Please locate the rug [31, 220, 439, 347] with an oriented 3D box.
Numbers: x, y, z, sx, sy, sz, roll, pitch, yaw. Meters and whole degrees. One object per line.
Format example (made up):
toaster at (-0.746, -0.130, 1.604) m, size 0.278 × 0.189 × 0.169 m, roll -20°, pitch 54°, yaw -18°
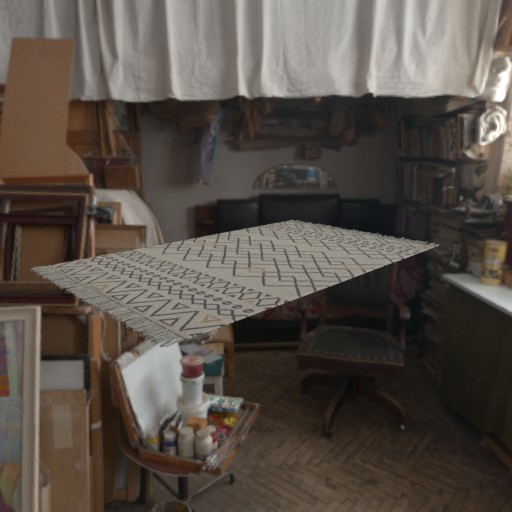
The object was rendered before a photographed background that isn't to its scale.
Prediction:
rug at (0.000, 0.000, 3.047) m, size 2.472 × 0.035 × 1.495 m, roll -14°, pitch 20°, yaw -43°
